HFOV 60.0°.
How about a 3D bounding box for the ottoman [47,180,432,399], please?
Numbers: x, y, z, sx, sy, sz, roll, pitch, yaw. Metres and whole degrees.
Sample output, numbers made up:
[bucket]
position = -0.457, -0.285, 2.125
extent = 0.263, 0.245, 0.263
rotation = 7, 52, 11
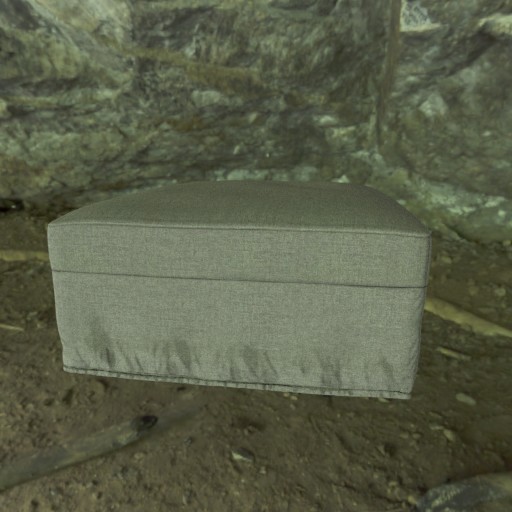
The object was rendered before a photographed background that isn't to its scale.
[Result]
[ottoman]
position = 0.000, 0.000, 1.344
extent = 0.843, 0.436, 0.840
rotation = 2, 14, 9
